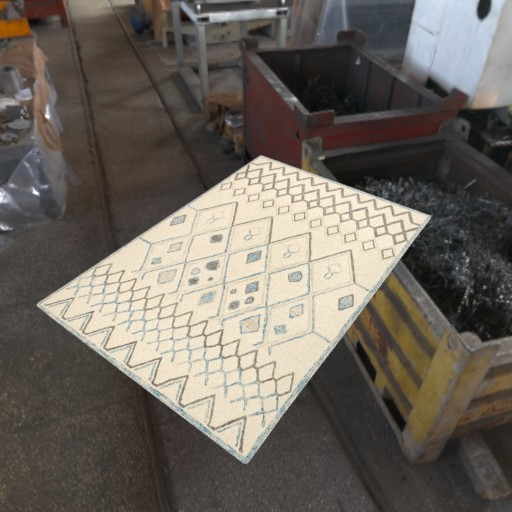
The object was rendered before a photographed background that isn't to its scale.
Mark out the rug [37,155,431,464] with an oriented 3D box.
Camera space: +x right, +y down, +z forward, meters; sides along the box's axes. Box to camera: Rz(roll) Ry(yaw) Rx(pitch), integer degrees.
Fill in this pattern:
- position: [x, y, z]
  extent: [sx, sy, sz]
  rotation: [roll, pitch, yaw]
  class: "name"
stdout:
- position: [0.000, 0.000, 2.373]
  extent: [1.260, 0.009, 1.820]
  rotation: [26, 47, 27]
  class: "rug"
